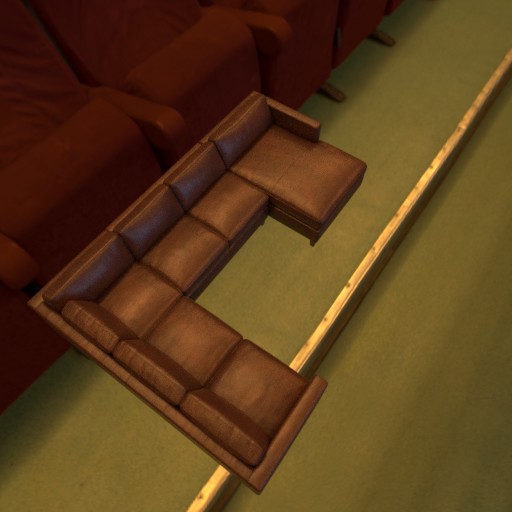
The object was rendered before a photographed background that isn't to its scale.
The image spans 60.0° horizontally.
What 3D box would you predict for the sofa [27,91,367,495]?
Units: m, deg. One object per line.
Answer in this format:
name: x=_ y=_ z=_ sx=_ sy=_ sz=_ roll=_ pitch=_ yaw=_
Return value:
sofa: x=0.000 y=0.000 z=4.344 sx=2.452 sy=0.891 sz=3.324 roll=32 pitch=64 yaw=17
